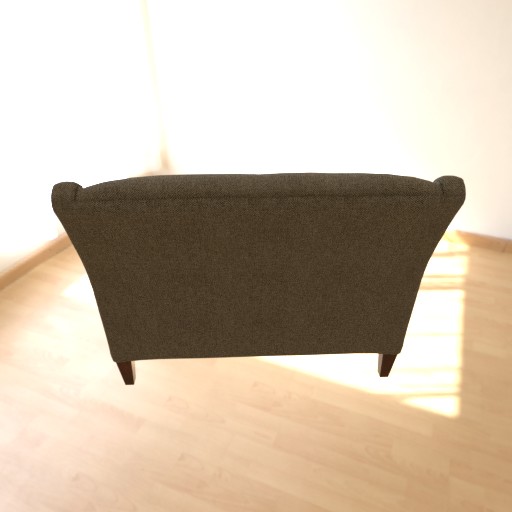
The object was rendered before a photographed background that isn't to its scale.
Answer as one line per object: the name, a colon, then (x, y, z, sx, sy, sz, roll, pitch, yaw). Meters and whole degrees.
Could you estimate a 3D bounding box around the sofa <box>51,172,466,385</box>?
sofa: (0.000, 0.000, 1.893, 1.242, 1.021, 0.870, -1, 33, -2)
